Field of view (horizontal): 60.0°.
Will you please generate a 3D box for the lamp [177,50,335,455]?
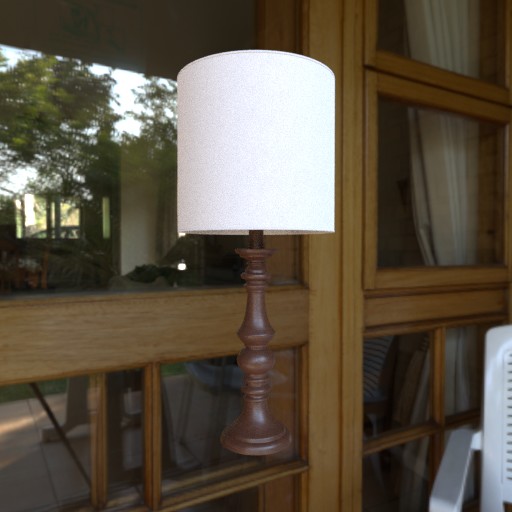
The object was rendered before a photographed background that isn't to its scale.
[{"bbox_3d":[0.000,0.000,0.719,0.250,0.597,0.250,-1,1,-35],"label":"lamp"}]
